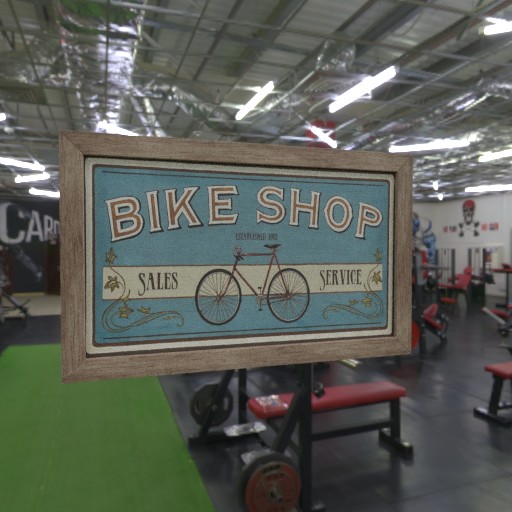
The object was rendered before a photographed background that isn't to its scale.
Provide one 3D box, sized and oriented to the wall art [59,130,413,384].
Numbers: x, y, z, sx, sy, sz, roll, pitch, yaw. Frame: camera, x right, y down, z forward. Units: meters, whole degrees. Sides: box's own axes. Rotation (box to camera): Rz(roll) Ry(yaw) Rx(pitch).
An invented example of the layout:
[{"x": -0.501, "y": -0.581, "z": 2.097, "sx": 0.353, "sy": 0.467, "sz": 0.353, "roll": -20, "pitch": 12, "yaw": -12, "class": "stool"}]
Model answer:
[{"x": 0.000, "y": 0.000, "z": 0.961, "sx": 0.780, "sy": 0.480, "sz": 0.021, "roll": 0, "pitch": 2, "yaw": -17, "class": "wall art"}]
